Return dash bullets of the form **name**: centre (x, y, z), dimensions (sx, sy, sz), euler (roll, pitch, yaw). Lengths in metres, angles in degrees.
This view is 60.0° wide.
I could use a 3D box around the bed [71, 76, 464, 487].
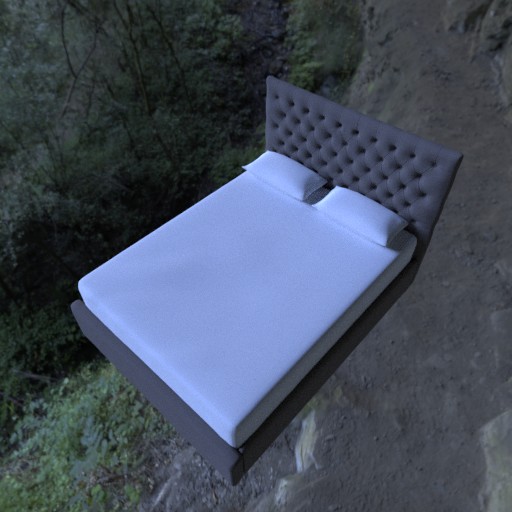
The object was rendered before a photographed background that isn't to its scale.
- **bed**: centre (0.000, 0.000, 3.222), dimensions (1.696, 1.426, 2.233), euler (34, 55, 27)
